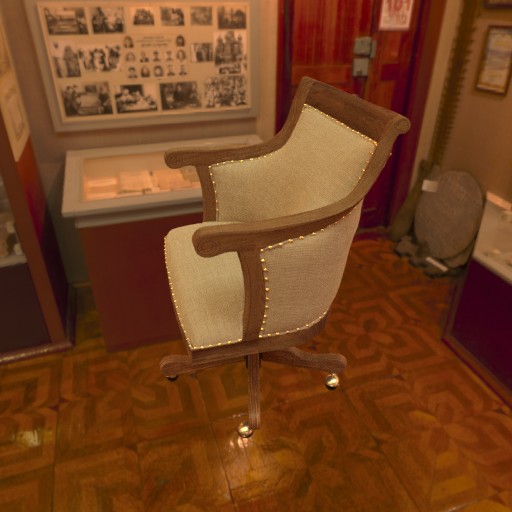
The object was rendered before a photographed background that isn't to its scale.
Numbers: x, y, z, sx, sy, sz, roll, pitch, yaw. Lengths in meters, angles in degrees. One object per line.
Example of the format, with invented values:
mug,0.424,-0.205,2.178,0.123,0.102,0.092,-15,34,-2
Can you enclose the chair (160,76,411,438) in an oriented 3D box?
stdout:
chair,0.000,0.000,1.411,0.689,0.965,0.656,-8,32,-14
